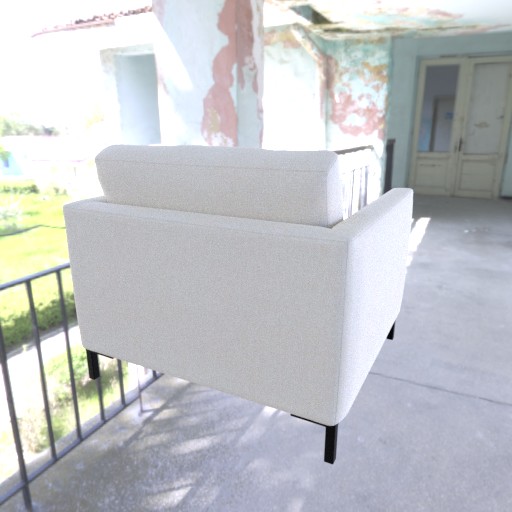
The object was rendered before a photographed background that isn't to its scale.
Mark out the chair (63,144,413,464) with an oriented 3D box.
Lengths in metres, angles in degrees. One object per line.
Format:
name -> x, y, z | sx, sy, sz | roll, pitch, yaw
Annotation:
chair -> 0.000, 0.000, 1.610 | 0.964, 0.806, 0.875 | 9, 19, 26
